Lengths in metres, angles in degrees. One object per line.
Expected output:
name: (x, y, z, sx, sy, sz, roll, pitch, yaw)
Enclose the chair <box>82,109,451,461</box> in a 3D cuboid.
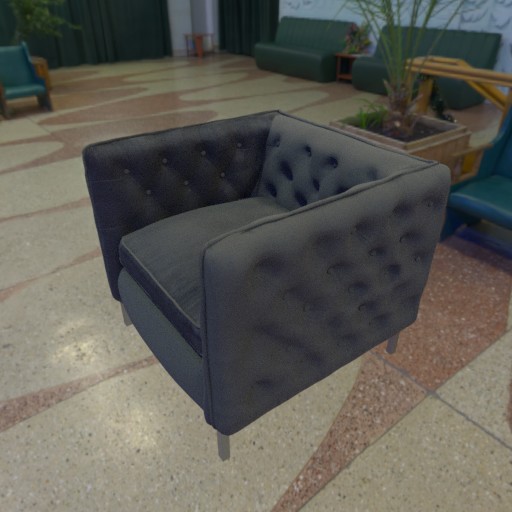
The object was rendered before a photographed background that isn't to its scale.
chair: (0.000, 0.000, 1.655, 0.913, 0.807, 0.946, -21, 37, -30)
